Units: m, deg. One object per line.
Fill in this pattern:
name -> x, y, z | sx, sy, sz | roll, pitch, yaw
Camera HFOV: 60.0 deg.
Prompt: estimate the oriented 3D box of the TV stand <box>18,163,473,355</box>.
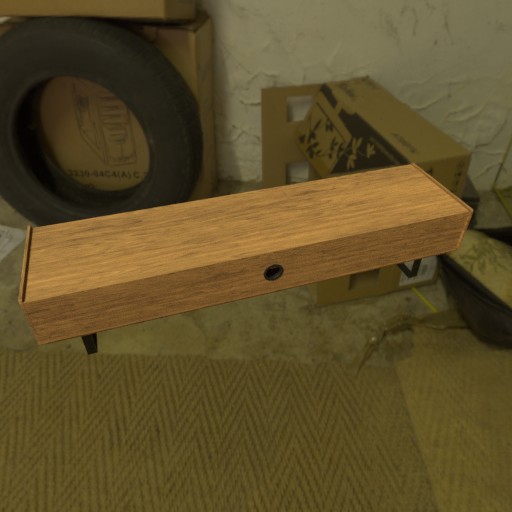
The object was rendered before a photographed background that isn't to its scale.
TV stand -> 0.000, 0.000, 1.972 | 1.796, 0.415, 0.467 | -12, 41, -14
